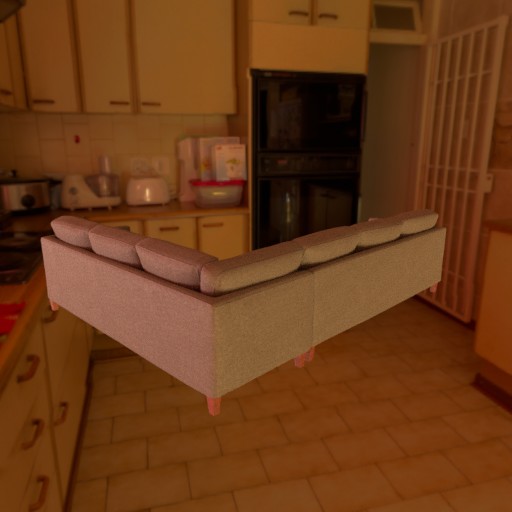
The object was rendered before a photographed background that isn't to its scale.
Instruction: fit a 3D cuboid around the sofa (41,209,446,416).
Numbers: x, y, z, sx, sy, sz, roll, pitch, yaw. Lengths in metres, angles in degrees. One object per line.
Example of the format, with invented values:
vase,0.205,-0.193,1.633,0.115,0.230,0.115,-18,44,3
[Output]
sofa,0.000,0.000,4.528,2.593,0.947,3.302,14,20,43
